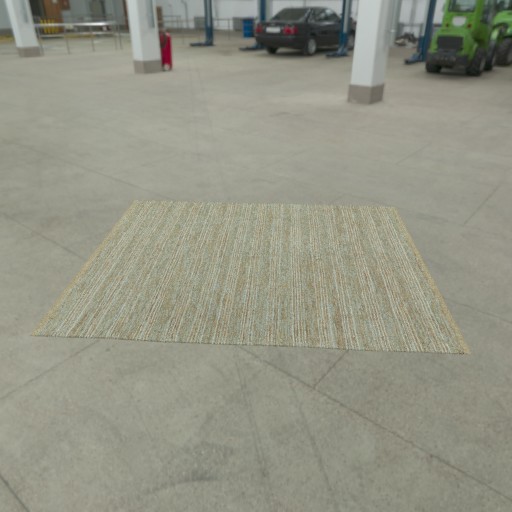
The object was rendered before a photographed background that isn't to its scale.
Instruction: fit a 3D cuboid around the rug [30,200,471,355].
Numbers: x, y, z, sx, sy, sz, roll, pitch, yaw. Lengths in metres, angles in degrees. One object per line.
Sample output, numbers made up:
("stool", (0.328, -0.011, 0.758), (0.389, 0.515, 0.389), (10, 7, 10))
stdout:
("rug", (0.000, 0.000, 4.097), (3.034, 0.012, 2.471), (2, 30, 3))
